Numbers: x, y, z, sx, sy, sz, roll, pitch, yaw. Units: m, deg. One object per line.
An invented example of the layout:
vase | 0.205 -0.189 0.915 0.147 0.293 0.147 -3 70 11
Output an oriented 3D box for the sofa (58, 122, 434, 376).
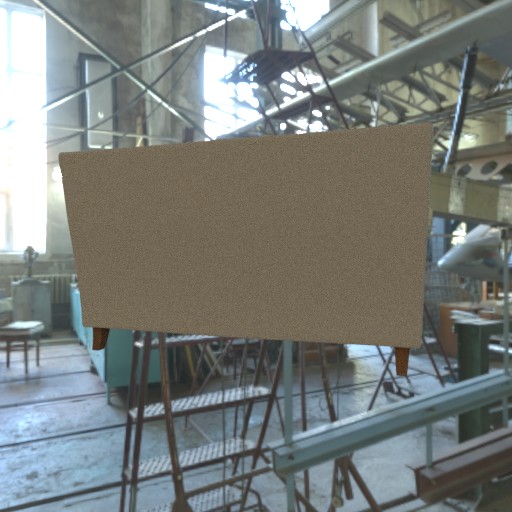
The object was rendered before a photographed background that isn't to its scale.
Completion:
sofa | 0.000 0.000 2.068 1.482 0.890 0.888 0 1 18
